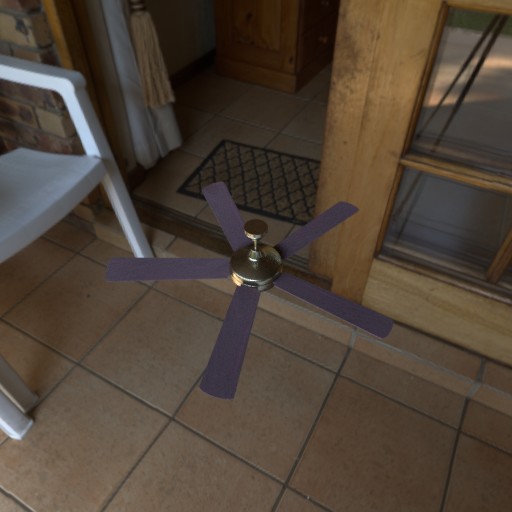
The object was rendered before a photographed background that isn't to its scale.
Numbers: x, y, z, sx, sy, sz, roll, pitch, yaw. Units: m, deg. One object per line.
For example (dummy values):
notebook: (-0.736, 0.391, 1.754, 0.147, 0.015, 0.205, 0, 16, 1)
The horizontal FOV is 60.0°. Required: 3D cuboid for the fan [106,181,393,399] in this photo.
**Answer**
fan: (0.000, 0.000, 2.040, 1.321, 0.356, 1.321, 17, 48, 16)
